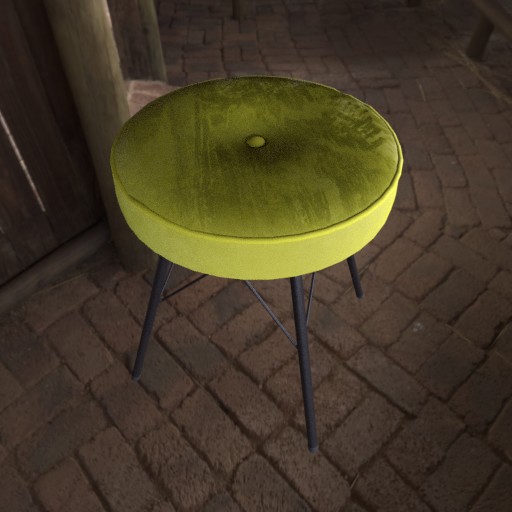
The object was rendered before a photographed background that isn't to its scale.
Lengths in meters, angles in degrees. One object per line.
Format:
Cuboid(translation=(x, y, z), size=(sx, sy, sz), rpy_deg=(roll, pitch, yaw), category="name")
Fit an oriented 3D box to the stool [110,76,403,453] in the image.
Cuboid(translation=(0.000, 0.000, 0.803), size=(0.409, 0.508, 0.409), rpy_deg=(16, 49, 15), category="stool")
